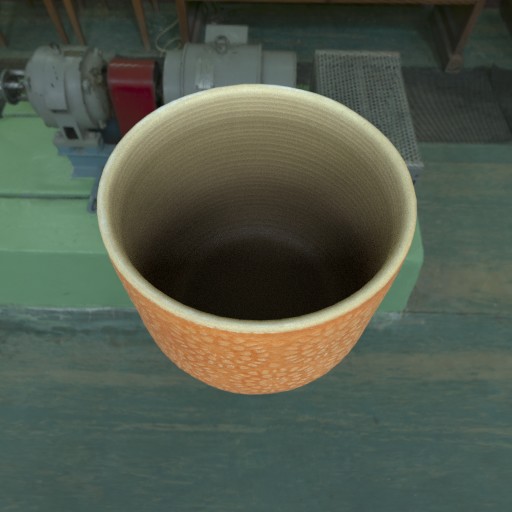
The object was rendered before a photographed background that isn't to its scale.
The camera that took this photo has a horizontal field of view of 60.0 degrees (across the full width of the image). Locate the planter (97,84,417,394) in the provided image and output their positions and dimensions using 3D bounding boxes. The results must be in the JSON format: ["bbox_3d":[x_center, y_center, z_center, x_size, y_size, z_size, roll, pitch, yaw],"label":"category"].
[{"bbox_3d":[0.000,0.000,0.292,0.170,0.152,0.170,0,58,0],"label":"planter"}]
